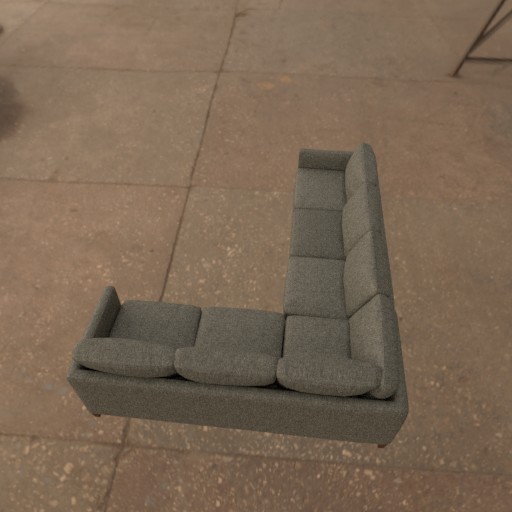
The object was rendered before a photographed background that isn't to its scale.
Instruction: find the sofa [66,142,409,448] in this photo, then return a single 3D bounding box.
[{"bbox_3d":[0.000,0.000,4.516,2.593,0.947,3.302,5,47,4],"label":"sofa"}]
